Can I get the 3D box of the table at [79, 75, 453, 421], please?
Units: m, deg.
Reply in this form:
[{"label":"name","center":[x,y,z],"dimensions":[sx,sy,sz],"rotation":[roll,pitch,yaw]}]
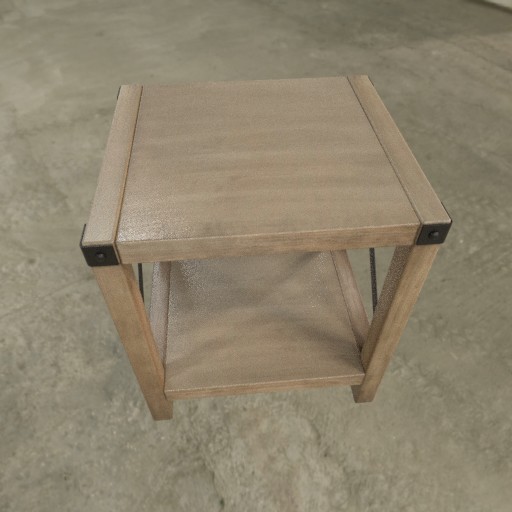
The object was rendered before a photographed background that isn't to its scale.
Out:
[{"label":"table","center":[0.000,0.000,0.936],"dimensions":[0.510,0.561,0.459],"rotation":[-4,47,-4]}]
